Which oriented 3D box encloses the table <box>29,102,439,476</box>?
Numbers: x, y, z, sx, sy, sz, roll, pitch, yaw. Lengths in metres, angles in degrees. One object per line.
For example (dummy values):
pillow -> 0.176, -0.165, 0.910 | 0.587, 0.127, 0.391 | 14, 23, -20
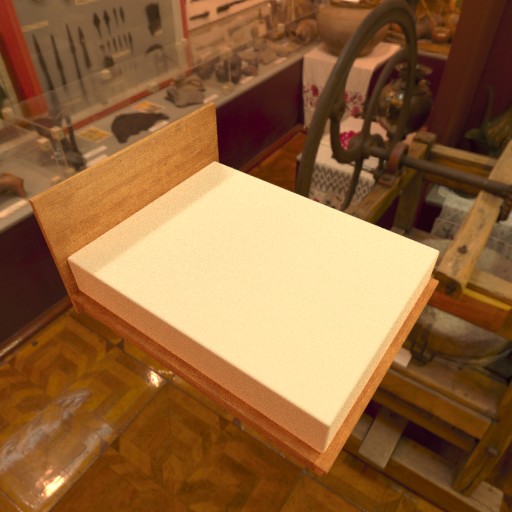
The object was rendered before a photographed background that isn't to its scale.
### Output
table -> 0.000, 0.000, 3.062 | 2.149, 1.041, 1.707 | 26, 49, 26
